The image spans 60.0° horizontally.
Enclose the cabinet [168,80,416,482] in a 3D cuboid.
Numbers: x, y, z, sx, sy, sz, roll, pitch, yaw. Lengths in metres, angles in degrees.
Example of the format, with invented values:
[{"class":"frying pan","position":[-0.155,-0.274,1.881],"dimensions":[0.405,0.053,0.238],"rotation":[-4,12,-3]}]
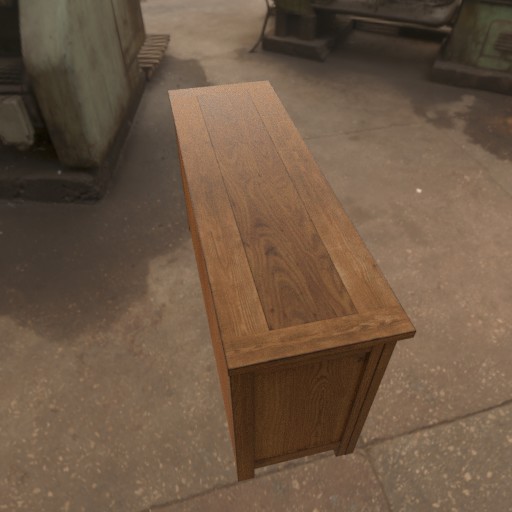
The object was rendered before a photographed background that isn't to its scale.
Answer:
[{"class":"cabinet","position":[0.000,0.000,1.847],"dimensions":[0.480,0.813,1.474],"rotation":[-9,46,-9]}]
